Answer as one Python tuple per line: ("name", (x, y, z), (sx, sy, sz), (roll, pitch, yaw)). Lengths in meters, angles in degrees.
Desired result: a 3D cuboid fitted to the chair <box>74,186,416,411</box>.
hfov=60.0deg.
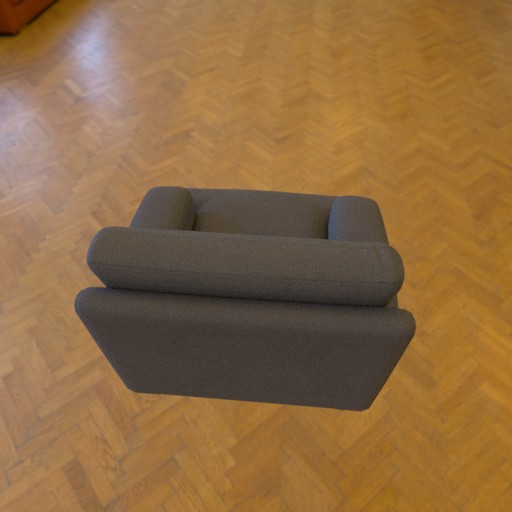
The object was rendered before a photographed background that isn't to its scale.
("chair", (0.000, 0.000, 1.997), (1.168, 0.940, 1.143), (4, 48, 3))
